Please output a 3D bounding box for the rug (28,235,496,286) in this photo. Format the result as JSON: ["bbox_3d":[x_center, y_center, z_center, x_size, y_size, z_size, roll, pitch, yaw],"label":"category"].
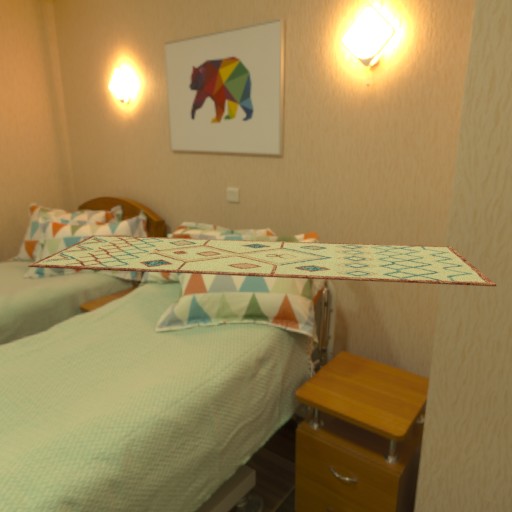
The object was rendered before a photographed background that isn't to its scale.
[{"bbox_3d":[0.000,0.000,2.643,2.435,0.011,0.750,2,16,7],"label":"rug"}]
